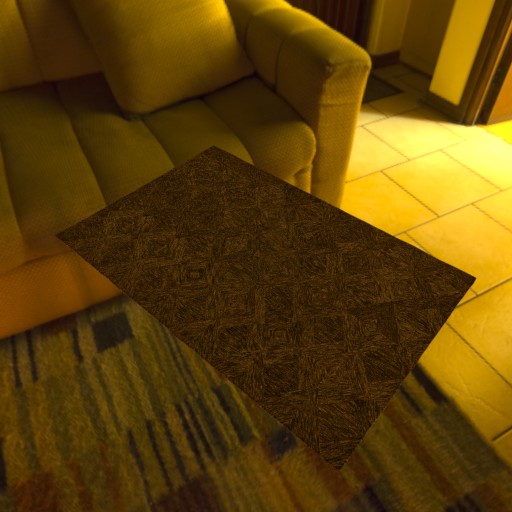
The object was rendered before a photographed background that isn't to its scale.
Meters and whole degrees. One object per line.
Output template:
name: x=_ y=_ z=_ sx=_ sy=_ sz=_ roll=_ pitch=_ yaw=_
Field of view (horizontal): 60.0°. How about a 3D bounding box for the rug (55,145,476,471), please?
rug: x=0.000 y=0.000 z=2.250 sx=1.808 sy=0.011 sz=1.189 roll=32 pitch=54 yaw=27
